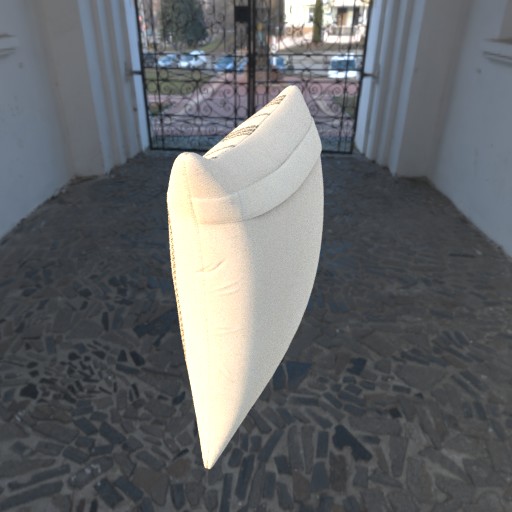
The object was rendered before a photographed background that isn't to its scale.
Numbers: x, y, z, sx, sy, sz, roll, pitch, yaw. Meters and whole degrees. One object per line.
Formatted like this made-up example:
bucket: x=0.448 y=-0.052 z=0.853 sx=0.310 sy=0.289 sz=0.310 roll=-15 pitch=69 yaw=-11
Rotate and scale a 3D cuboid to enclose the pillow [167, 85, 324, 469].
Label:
pillow: x=0.000 y=0.000 z=0.631 sx=0.173 sy=0.406 sz=0.405 roll=9 pitch=31 yaw=15
